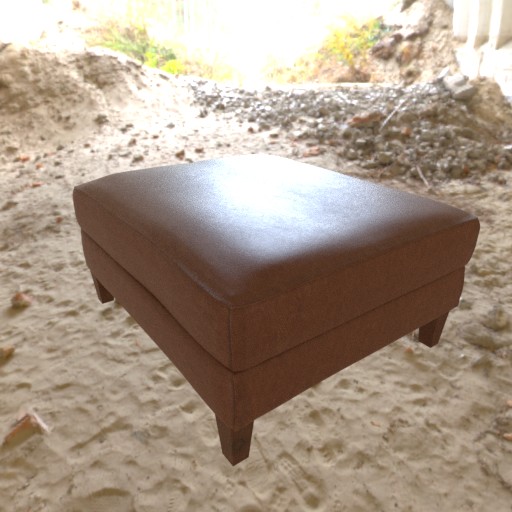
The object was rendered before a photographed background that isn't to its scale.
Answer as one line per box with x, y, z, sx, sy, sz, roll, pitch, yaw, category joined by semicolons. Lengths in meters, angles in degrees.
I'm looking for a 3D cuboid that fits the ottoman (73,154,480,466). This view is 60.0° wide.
0.000;0.000;1.406;0.836;0.472;0.987;-17;30;-32;ottoman
